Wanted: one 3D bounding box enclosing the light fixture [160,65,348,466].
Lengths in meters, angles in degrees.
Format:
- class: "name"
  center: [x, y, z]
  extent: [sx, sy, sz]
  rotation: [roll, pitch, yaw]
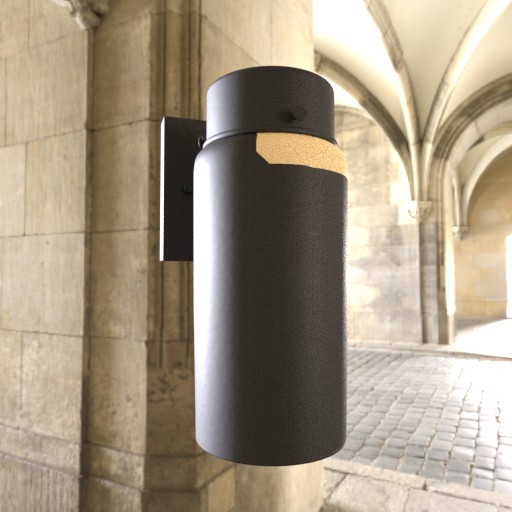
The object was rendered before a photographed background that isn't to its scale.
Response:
- class: "light fixture"
  center: [0.000, 0.000, 0.351]
  extent: [0.130, 0.257, 0.176]
  rotation: [1, -3, -19]
